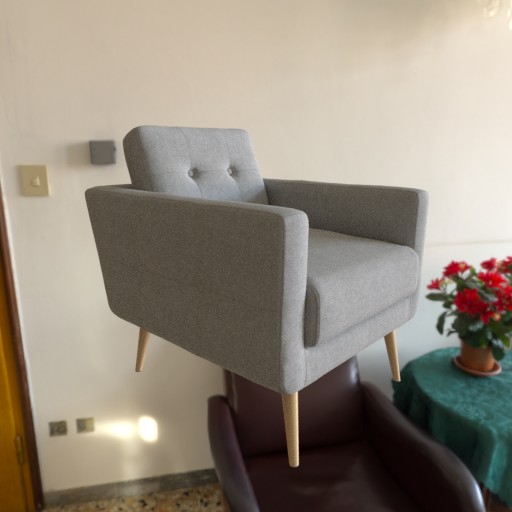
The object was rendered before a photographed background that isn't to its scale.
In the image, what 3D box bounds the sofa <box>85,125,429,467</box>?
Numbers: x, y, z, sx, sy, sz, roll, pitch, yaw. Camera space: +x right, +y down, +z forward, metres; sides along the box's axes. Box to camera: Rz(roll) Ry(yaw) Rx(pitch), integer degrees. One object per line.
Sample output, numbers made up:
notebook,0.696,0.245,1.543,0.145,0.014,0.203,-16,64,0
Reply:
sofa,0.000,0.000,1.510,0.920,0.860,0.770,13,19,42
